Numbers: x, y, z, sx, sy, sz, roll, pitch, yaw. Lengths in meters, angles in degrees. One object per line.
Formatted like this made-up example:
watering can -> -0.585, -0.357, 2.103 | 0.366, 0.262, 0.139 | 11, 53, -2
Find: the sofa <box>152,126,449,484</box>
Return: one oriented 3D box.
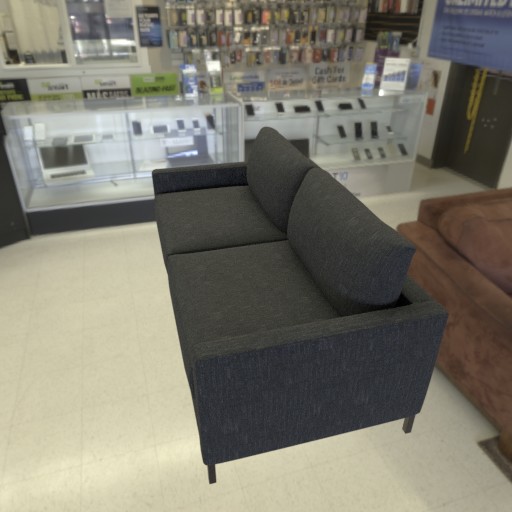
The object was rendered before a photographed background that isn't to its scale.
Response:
sofa -> 0.000, 0.000, 2.147 | 0.866, 0.862, 1.716 | -8, 31, -13
